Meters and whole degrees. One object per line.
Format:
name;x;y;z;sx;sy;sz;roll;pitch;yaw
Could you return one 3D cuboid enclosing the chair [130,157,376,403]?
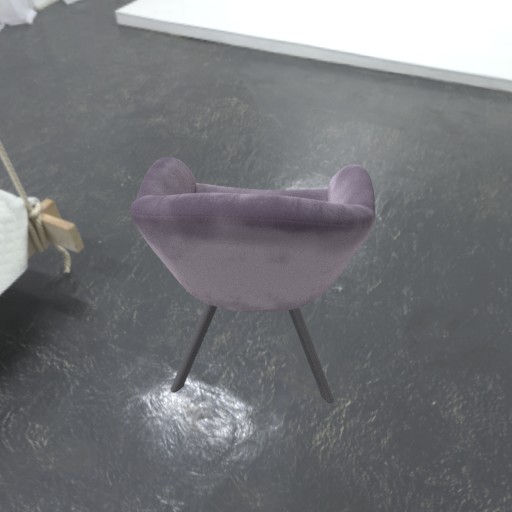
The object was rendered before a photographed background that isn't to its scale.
chair;0.000;0.000;1.178;0.550;0.795;0.590;3;46;3
